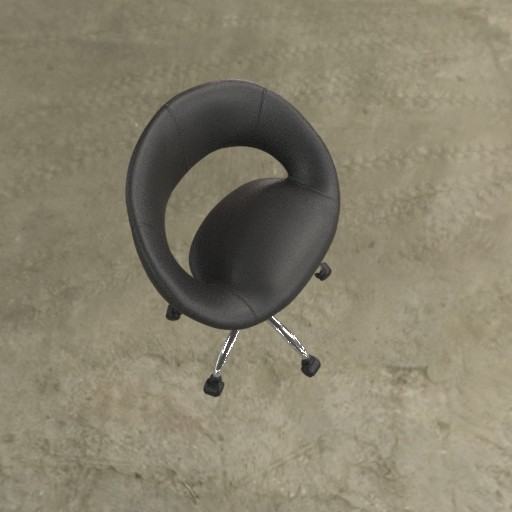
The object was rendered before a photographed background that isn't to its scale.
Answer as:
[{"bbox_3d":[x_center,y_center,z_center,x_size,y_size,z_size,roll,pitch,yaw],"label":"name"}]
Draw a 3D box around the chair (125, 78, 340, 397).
[{"bbox_3d":[0.000,0.000,1.183,0.538,0.791,0.612,28,62,17],"label":"chair"}]
